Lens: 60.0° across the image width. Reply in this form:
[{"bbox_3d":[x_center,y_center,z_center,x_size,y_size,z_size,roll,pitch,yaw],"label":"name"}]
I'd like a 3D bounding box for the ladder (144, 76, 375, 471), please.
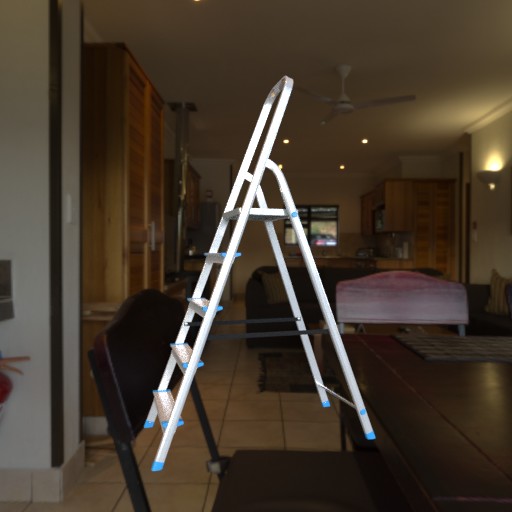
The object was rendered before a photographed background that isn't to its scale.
[{"bbox_3d":[0.000,0.000,2.067,0.990,1.648,0.468,0,0,-18],"label":"ladder"}]
